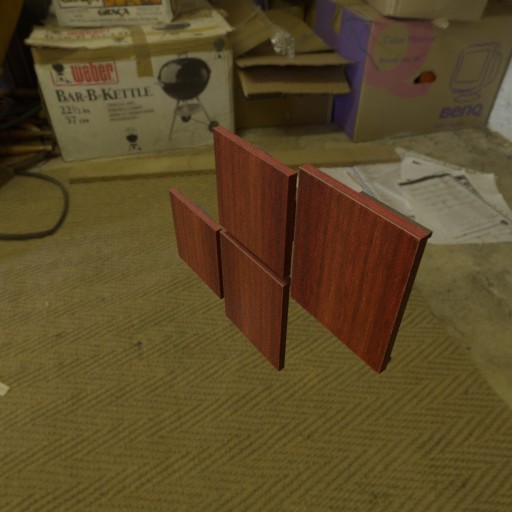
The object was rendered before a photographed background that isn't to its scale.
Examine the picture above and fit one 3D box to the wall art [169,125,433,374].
[{"bbox_3d":[0.000,0.000,0.845,0.030,0.497,0.635,-26,47,-27],"label":"wall art"}]
